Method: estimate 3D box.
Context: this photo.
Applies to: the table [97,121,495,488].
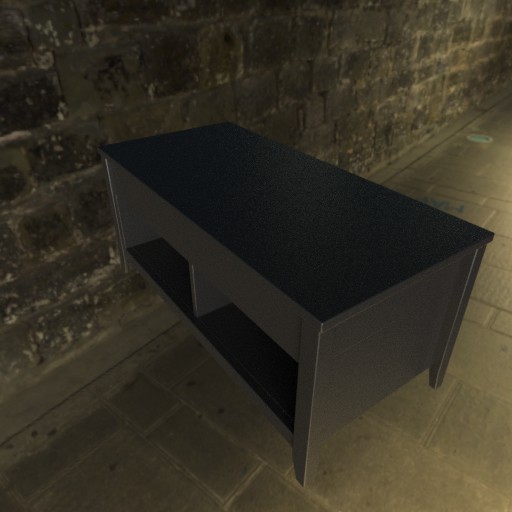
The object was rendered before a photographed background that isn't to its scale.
[{"bbox_3d":[0.000,0.000,1.262,0.483,0.457,1.016,-21,38,-30],"label":"table"}]
